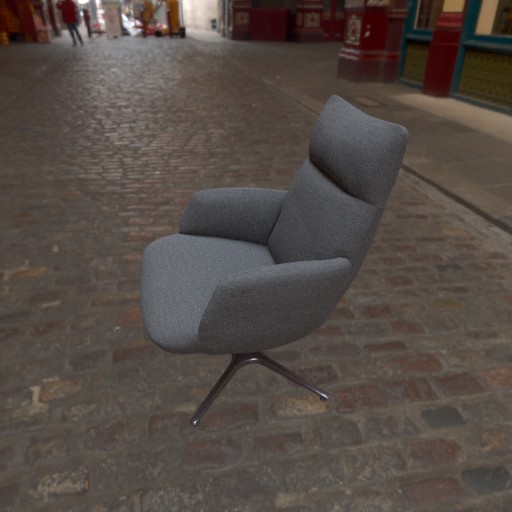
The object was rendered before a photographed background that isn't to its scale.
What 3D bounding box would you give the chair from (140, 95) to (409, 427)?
[{"bbox_3d":[0.000,0.000,1.579,0.831,0.984,0.702,-7,31,-12],"label":"chair"}]
